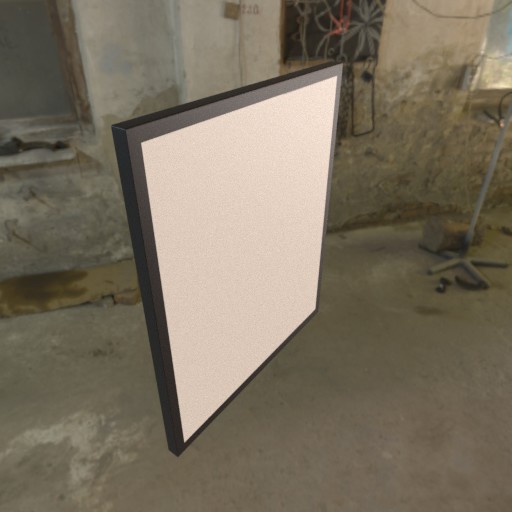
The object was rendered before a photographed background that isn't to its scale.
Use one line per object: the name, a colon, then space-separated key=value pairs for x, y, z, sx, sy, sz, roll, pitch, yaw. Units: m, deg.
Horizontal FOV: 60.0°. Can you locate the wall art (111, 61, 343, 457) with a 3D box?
wall art: x=0.000 y=0.000 z=0.695 sx=0.021 sy=0.509 sz=0.430 roll=22 pitch=39 yaw=30
